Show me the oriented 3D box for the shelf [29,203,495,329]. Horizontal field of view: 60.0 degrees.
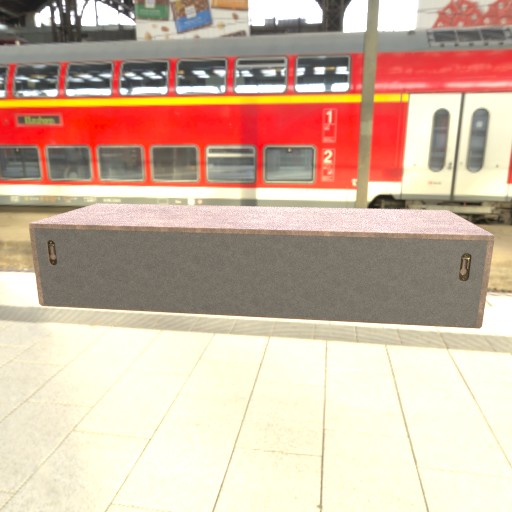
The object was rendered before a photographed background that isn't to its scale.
[{"bbox_3d":[0.000,0.000,0.687,0.610,0.125,0.200,2,15,7],"label":"shelf"}]
